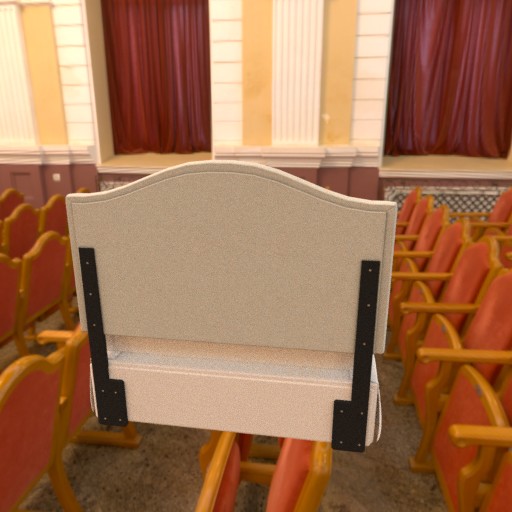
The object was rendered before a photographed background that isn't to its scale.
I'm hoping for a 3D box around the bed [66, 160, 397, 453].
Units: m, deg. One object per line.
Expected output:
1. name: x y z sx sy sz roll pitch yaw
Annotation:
1. bed: 0.000 0.000 3.423 1.813 1.607 2.180 3 17 9
